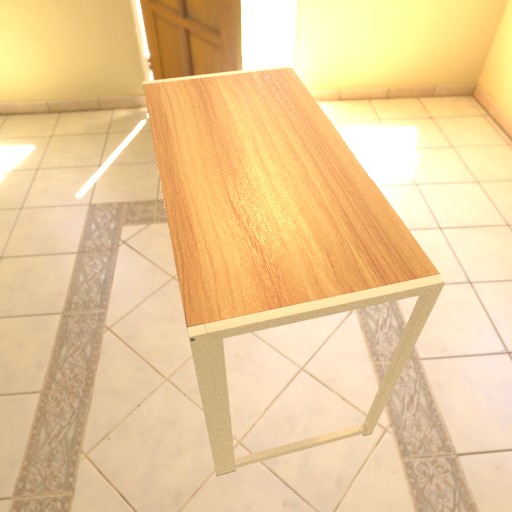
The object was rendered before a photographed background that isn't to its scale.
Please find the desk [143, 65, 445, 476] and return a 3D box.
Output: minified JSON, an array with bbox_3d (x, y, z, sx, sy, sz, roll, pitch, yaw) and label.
[{"bbox_3d":[0.000,0.000,1.437,0.508,0.762,1.016,-11,48,-10],"label":"desk"}]
